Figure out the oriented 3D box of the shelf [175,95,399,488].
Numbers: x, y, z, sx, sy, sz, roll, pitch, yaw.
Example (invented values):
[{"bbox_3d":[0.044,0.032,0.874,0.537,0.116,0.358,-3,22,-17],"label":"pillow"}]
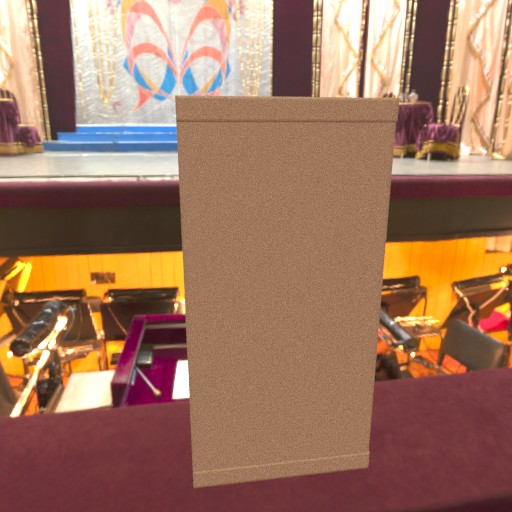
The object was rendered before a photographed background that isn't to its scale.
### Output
[{"bbox_3d":[0.000,0.000,1.237,0.390,0.786,0.790,-2,16,-8],"label":"shelf"}]
